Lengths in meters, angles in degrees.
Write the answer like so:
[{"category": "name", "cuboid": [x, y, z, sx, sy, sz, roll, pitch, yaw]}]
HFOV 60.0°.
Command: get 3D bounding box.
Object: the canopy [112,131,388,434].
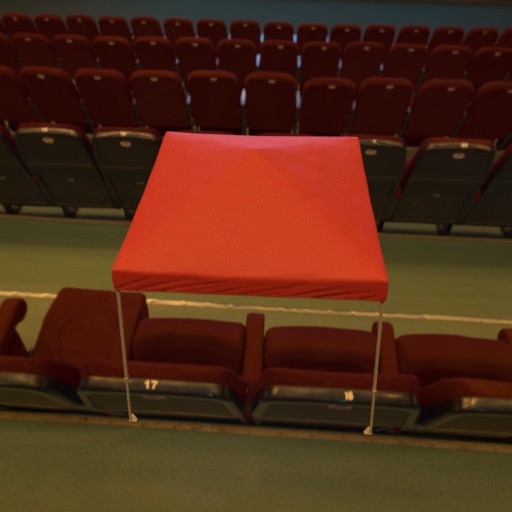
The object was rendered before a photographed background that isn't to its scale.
[{"category": "canopy", "cuboid": [0.000, 0.000, 6.567, 3.600, 3.600, 3.599, 2, 45, 2]}]
